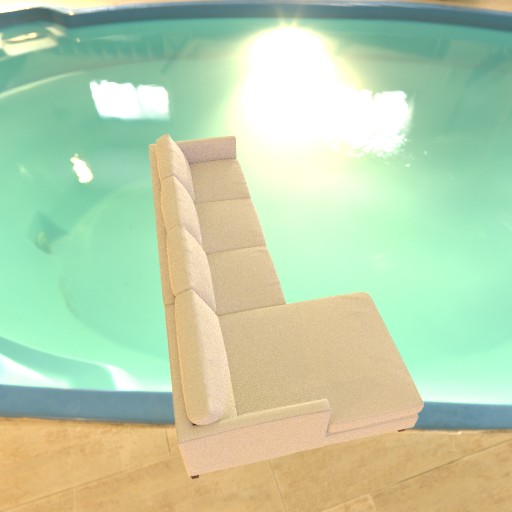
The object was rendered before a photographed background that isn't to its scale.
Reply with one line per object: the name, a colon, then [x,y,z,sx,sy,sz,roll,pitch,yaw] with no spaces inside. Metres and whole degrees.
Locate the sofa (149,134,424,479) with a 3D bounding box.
sofa: [0.000,0.000,3.872,1.625,0.846,3.186,-9,47,-8]
